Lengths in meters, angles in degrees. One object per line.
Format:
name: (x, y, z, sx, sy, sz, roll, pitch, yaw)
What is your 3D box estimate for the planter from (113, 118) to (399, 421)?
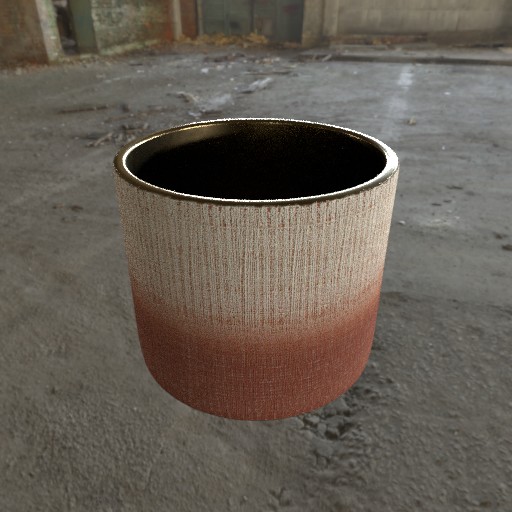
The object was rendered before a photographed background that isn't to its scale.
planter: (0.000, 0.000, 0.453, 0.254, 0.221, 0.254, 0, 30, 0)
